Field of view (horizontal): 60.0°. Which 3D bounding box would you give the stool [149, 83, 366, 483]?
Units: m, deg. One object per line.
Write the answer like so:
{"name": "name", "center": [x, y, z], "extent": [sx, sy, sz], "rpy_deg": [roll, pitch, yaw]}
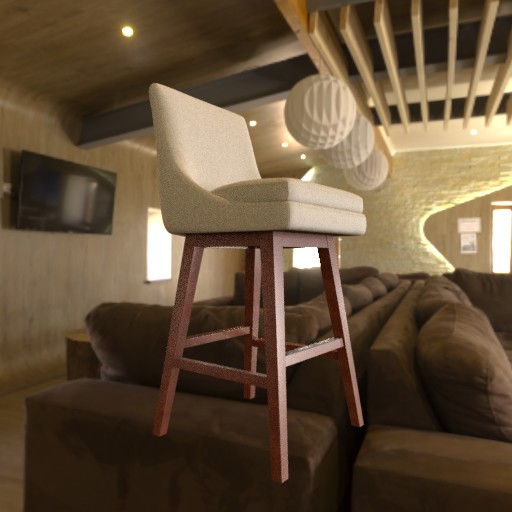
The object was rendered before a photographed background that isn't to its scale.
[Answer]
{"name": "stool", "center": [0.000, 0.000, 1.406], "extent": [0.559, 1.092, 0.470], "rpy_deg": [0, 0, 38]}
